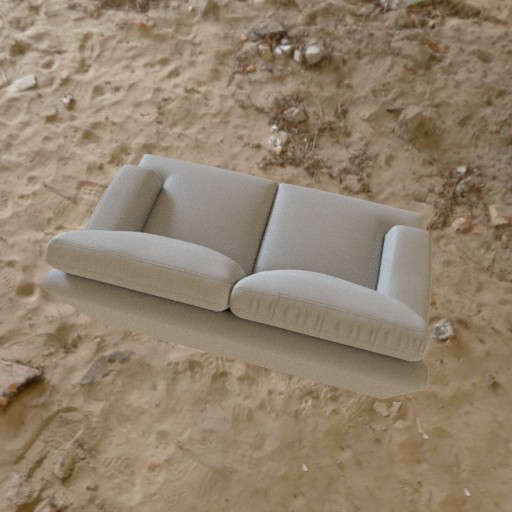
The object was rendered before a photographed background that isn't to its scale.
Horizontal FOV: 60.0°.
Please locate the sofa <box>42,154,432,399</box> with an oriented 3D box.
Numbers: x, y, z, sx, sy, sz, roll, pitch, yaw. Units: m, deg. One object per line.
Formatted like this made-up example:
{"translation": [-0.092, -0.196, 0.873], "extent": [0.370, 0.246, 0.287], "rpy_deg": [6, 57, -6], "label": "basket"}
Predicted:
{"translation": [0.000, 0.000, 2.481], "extent": [1.880, 0.940, 1.143], "rpy_deg": [14, 64, 7], "label": "sofa"}
